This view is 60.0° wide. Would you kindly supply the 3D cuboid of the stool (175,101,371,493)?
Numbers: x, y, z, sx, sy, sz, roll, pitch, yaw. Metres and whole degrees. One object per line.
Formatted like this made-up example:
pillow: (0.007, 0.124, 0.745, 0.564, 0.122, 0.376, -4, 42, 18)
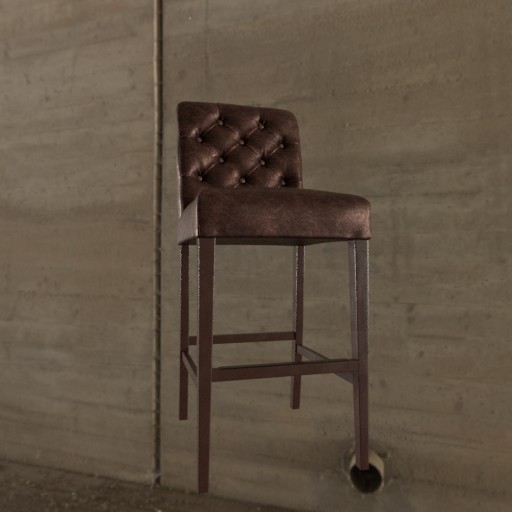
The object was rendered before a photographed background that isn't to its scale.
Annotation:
stool: (0.000, 0.000, 1.451, 0.483, 1.168, 0.659, 0, 0, -16)
